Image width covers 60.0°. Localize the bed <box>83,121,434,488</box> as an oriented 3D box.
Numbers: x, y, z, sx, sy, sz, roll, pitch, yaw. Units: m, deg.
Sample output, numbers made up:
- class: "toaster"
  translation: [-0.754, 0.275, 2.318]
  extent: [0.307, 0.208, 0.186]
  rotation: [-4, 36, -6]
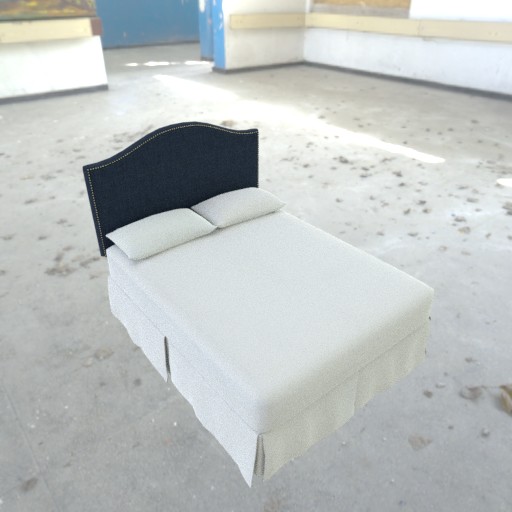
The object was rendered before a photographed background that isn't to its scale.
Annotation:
- class: "bed"
  translation: [0.000, 0.000, 3.279]
  extent: [1.725, 1.518, 2.153]
  rotation: [-23, 38, -32]
